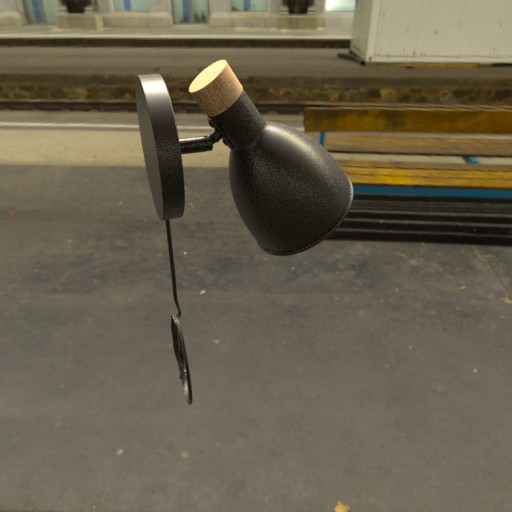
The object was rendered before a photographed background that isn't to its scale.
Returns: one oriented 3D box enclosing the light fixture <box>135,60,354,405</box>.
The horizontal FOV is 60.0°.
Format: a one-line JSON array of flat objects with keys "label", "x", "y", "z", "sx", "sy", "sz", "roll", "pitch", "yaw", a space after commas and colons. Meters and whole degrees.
[{"label": "light fixture", "x": 0.000, "y": 0.000, "z": 0.489, "sx": 0.203, "sy": 0.401, "sz": 0.127, "roll": -10, "pitch": 33, "yaw": -17}]
